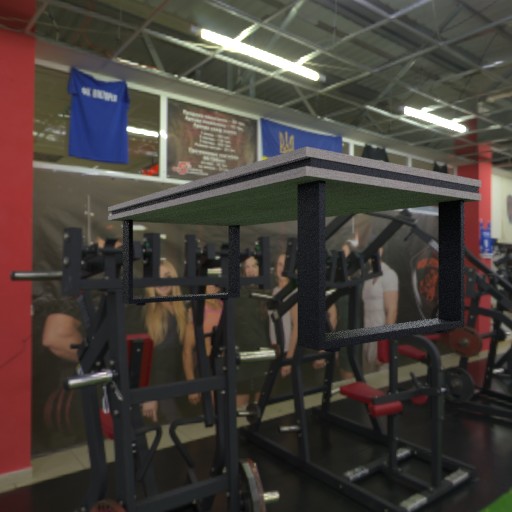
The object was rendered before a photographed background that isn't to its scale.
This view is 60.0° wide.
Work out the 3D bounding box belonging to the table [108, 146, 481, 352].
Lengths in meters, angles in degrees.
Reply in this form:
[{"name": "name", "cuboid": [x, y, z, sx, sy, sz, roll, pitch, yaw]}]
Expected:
[{"name": "table", "cuboid": [0.000, 0.000, 1.677, 0.700, 0.450, 1.350, 0, 0, -35]}]
